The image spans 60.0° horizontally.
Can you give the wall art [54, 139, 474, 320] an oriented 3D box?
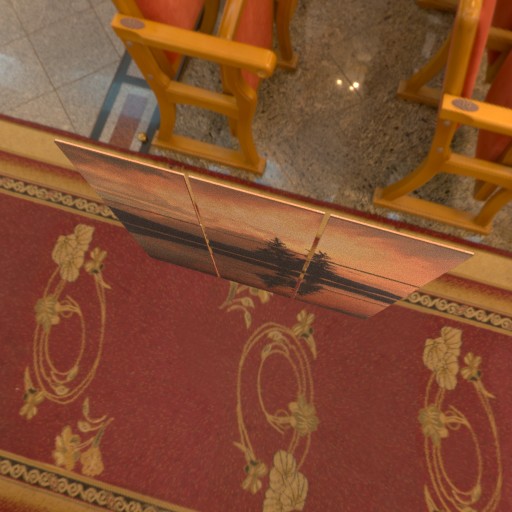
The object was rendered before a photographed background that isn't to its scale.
[{"bbox_3d":[0.000,0.000,2.275,1.520,1.525,0.013,16,74,5],"label":"wall art"}]
